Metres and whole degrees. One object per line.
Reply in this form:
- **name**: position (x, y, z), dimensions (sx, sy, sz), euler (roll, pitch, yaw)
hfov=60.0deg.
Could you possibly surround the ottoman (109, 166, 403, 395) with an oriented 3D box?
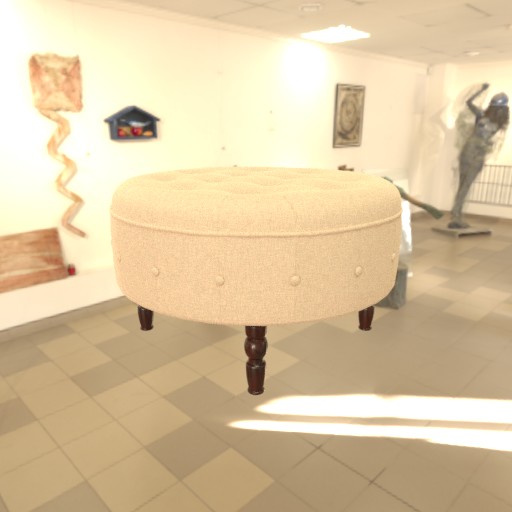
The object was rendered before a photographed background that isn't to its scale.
- **ottoman**: position (0.000, 0.000, 1.387), dimensions (0.848, 0.494, 0.848), euler (0, 16, 0)
